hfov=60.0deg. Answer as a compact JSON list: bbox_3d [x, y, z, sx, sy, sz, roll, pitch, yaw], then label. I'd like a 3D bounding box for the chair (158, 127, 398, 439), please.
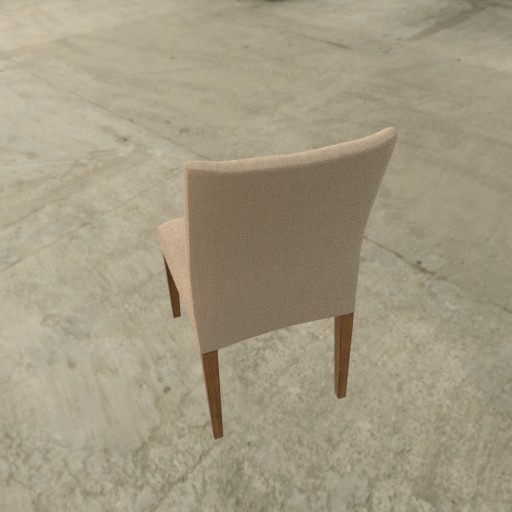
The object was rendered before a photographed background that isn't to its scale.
[{"bbox_3d":[0.000,0.000,1.294,0.496,0.940,0.585,-13,43,-14],"label":"chair"}]
